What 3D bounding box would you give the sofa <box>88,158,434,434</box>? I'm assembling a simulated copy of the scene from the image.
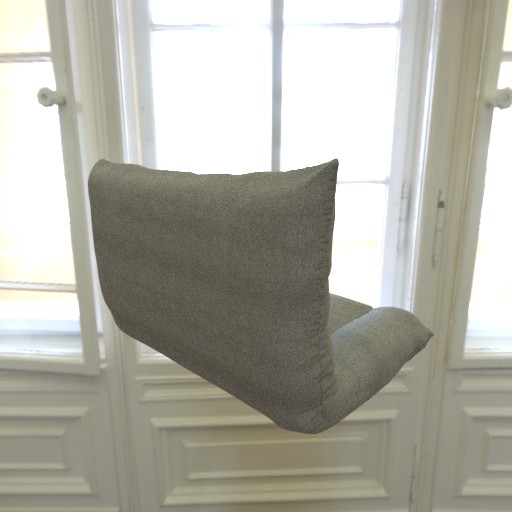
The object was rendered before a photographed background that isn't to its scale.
[{"bbox_3d":[0.000,0.000,1.694,1.144,0.795,0.847,14,21,42],"label":"sofa"}]
